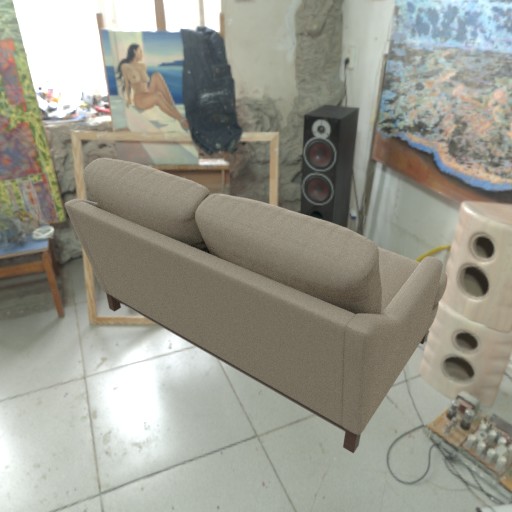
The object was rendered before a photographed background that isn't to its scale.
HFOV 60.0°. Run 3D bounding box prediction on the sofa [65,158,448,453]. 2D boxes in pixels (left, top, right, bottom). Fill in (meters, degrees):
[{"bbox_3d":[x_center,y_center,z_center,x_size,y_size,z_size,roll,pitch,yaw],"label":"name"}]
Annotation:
[{"bbox_3d":[0.000,0.000,2.197,1.619,0.910,1.004,21,37,31],"label":"sofa"}]
